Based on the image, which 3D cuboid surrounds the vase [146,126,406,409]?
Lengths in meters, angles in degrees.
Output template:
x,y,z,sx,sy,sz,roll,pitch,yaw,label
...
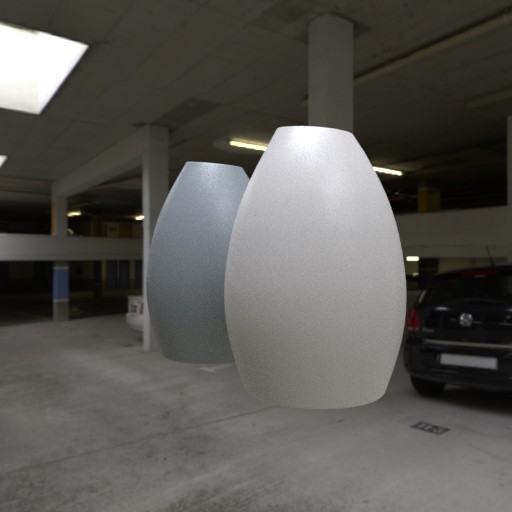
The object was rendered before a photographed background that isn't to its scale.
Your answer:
x,y,z,sx,sy,sz,roll,pitch,yaw,label
0.000,0.000,0.263,0.089,0.131,0.187,0,0,-36,vase
